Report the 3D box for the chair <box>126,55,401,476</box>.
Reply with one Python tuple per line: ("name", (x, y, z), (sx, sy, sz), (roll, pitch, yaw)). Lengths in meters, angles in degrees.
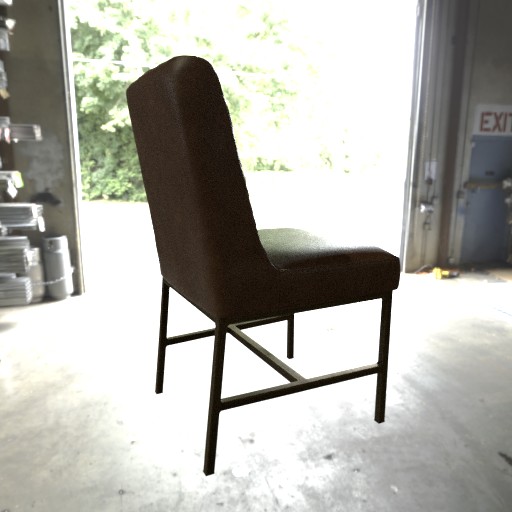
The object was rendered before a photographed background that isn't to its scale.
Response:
("chair", (0.000, 0.000, 1.203), (0.587, 0.889, 0.508), (-6, 13, -27))
